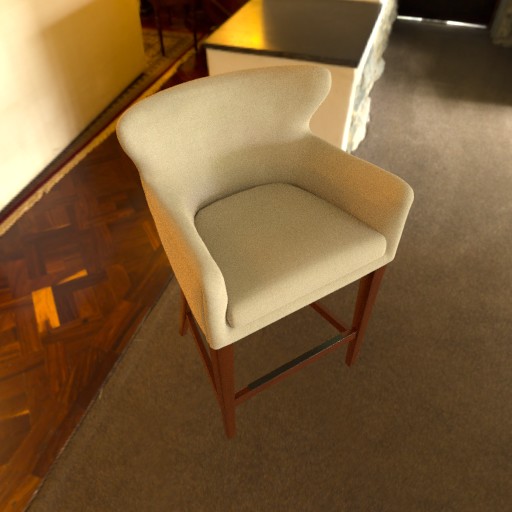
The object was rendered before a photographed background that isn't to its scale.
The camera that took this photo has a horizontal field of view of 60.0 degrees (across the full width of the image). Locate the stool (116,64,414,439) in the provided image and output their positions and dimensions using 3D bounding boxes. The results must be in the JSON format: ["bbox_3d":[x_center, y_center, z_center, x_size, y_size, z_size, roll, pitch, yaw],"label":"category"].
[{"bbox_3d":[0.000,0.000,1.356,0.601,0.951,0.570,-24,49,-22],"label":"stool"}]
